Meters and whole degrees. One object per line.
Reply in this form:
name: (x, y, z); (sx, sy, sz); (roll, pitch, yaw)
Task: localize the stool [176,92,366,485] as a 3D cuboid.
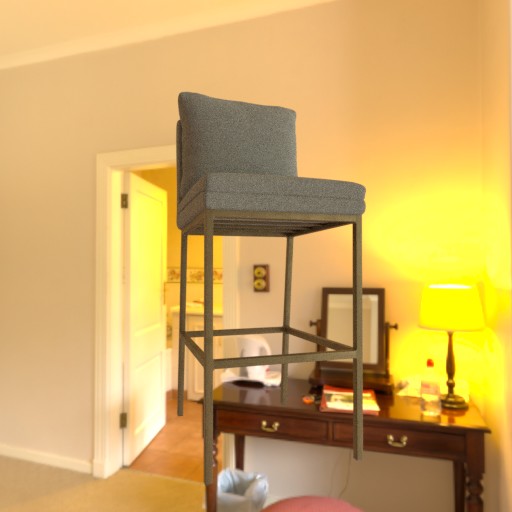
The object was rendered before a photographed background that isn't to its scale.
stool: (0.000, 0.000, 1.417); (0.463, 1.132, 0.569); (0, -1, -19)
